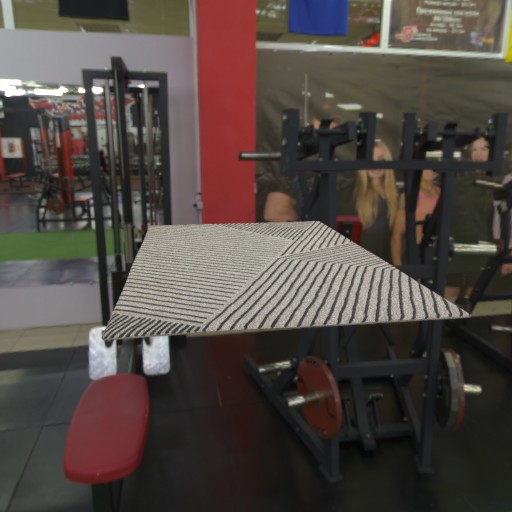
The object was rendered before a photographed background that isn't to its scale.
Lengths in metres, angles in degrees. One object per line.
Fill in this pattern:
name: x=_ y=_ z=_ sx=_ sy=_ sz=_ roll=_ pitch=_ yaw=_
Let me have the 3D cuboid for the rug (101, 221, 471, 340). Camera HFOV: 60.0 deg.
rug: x=0.000 y=0.000 z=2.319 sx=1.237 sy=0.019 sz=1.842 roll=-2 pitch=15 yaw=-8
